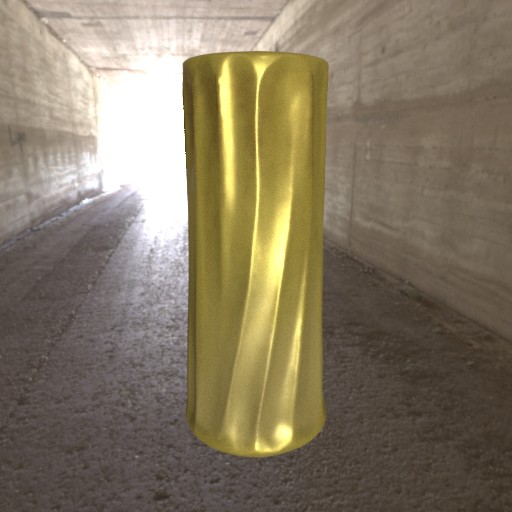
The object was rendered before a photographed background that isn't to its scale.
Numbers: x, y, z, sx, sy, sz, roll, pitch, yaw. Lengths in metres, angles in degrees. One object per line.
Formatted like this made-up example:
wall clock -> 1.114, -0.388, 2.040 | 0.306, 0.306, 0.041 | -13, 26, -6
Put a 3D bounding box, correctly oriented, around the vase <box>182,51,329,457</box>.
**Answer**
vase -> 0.000, 0.000, 0.178 | 0.061, 0.143, 0.061 | 0, 15, 0
